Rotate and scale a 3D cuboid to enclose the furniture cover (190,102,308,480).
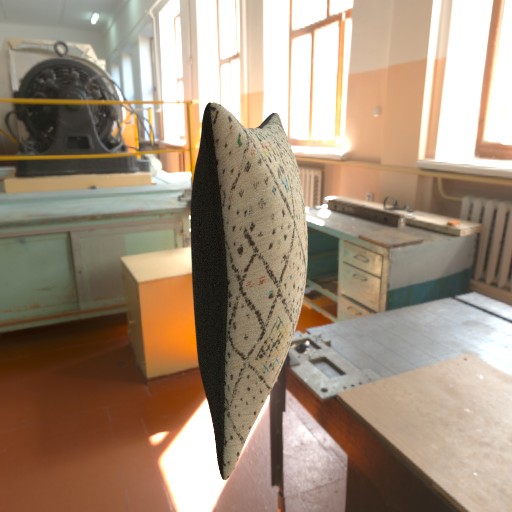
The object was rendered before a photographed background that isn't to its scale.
[{"bbox_3d":[0.000,0.000,0.779,0.180,0.498,0.525,3,16,10],"label":"furniture cover"}]
